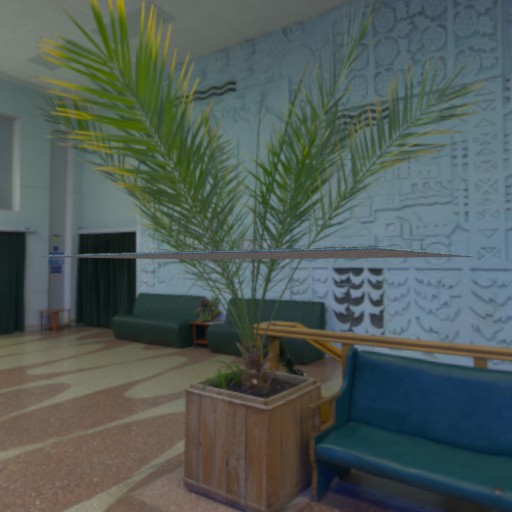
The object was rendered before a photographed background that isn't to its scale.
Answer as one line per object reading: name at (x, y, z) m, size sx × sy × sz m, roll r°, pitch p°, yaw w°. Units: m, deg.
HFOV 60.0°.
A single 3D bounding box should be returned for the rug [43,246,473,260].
rug at (0.000, 0.000, 2.784) m, size 2.207 × 0.014 × 1.567 m, roll -1°, pitch -2°, yaw 36°
